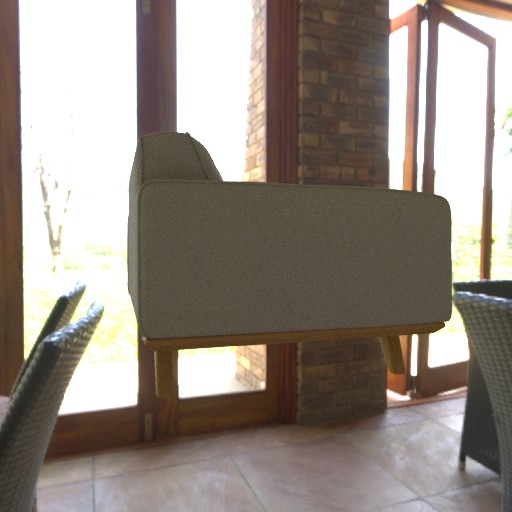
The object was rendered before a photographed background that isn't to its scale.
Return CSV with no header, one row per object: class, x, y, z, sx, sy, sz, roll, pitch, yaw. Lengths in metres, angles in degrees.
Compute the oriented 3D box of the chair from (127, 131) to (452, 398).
chair,0.000,0.000,1.738,0.953,0.779,1.115,0,1,-17
